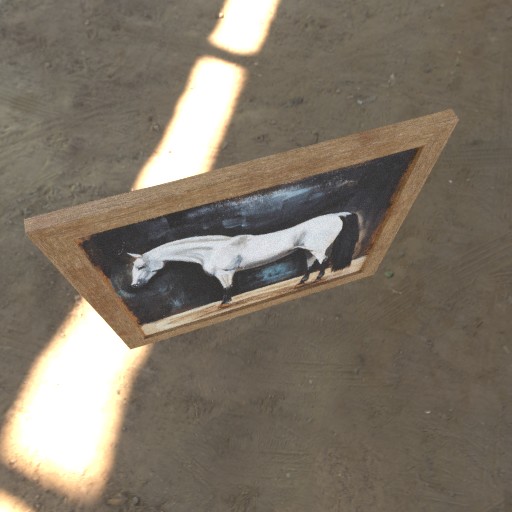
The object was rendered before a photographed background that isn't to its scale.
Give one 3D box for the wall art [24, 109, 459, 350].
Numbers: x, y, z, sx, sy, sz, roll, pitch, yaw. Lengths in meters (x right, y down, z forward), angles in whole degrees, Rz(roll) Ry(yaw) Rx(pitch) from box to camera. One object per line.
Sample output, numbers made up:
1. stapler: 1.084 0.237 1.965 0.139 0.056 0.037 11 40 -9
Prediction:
1. wall art: 0.000 0.000 0.937 0.690 0.588 0.026 -16 63 -8
